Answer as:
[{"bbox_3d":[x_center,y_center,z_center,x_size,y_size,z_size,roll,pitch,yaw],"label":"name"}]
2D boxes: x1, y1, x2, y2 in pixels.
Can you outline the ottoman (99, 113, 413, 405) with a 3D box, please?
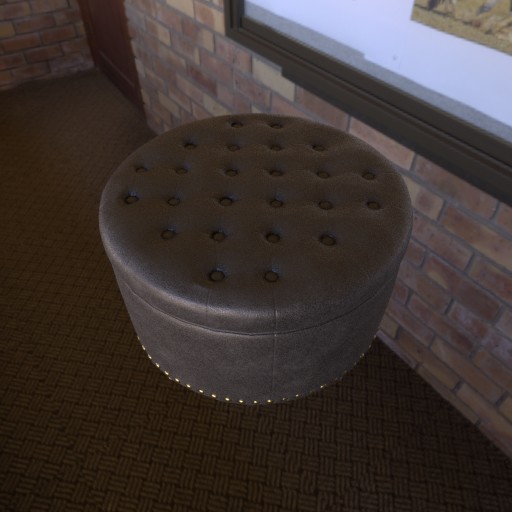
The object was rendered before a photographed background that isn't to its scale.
[{"bbox_3d":[0.000,0.000,1.054,0.637,0.442,0.637,0,46,0],"label":"ottoman"}]
